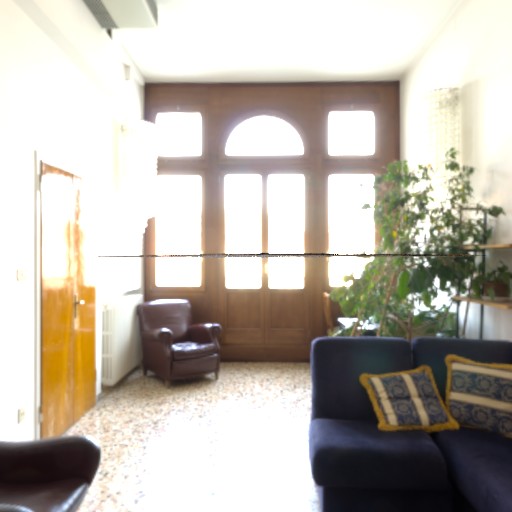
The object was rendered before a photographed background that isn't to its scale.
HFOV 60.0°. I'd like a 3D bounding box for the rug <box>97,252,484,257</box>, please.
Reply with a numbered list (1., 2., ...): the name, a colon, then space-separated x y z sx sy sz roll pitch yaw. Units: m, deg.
1. rug: 0.000 0.000 2.340 1.217 0.012 1.848 0 -1 -35
